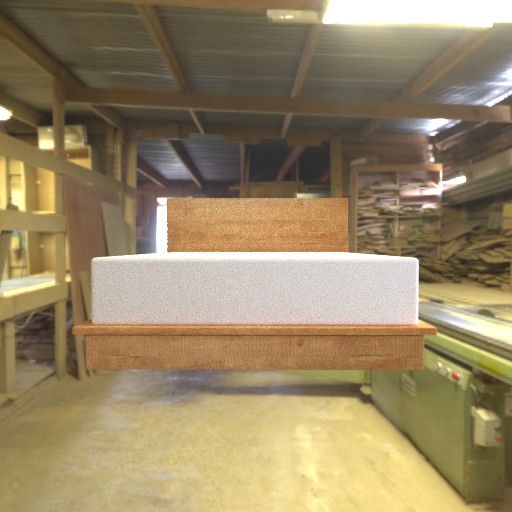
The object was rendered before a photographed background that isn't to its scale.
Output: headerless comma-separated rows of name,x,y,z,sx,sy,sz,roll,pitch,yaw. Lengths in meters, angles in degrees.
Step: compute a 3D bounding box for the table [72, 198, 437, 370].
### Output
table,0.000,0.000,3.135,1.707,1.041,2.149,0,1,1
